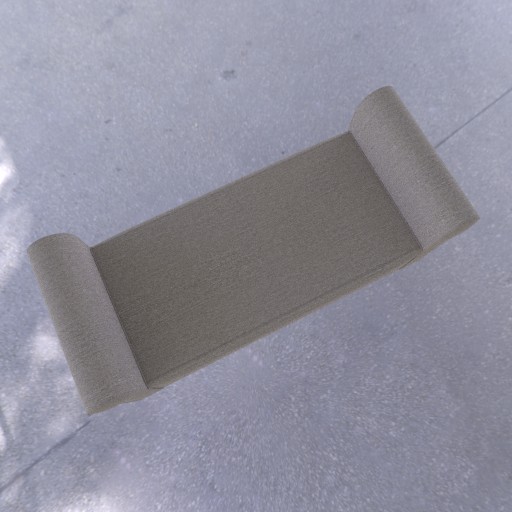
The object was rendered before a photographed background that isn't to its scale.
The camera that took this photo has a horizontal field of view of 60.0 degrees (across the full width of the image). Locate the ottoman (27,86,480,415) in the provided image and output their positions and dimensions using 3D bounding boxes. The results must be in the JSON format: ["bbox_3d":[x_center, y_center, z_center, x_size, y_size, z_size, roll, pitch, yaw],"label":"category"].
[{"bbox_3d":[0.000,0.000,1.526,1.256,0.547,0.521,-25,76,-7],"label":"ottoman"}]
